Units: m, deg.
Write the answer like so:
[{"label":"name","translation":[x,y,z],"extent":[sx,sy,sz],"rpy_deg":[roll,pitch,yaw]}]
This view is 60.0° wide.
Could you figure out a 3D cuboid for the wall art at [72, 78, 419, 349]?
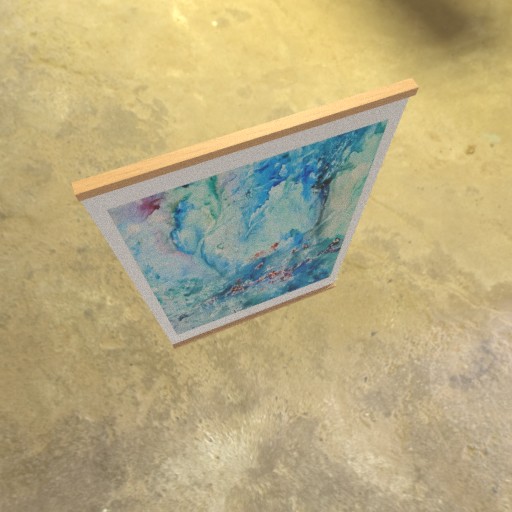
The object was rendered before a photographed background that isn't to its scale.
[{"label":"wall art","translation":[0.000,0.000,1.873],"extent":[0.991,1.510,0.040],"rpy_deg":[-20,65,-10]}]
